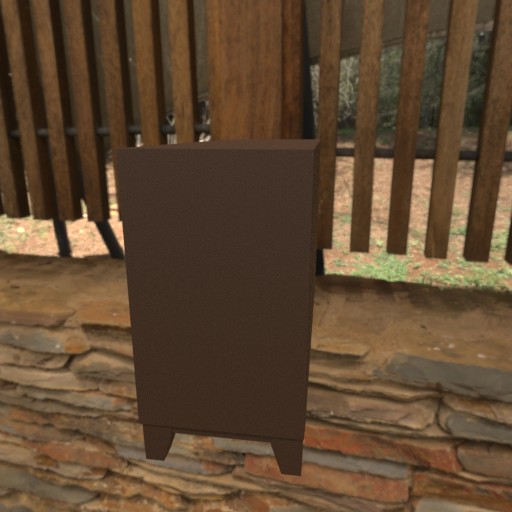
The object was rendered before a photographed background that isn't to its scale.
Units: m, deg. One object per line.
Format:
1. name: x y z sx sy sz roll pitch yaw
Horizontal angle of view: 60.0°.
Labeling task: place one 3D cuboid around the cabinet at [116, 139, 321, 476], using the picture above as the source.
1. cabinet: 0.000 0.000 1.839 0.482 0.914 1.396 2 16 8
